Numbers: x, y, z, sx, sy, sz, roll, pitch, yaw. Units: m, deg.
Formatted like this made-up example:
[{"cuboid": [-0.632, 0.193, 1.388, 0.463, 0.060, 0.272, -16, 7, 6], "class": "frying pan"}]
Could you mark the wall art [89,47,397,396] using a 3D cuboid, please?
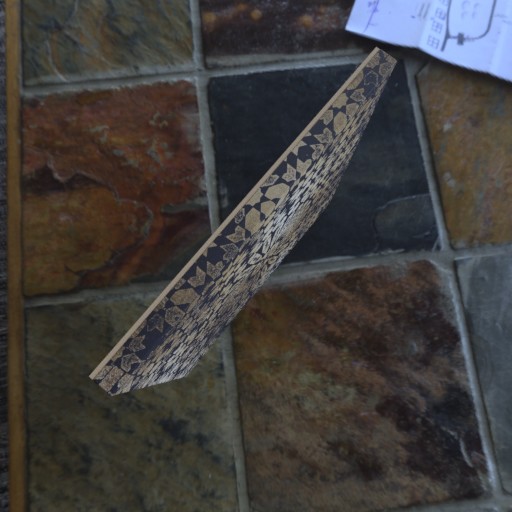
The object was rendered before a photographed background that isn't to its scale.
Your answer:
[{"cuboid": [0.000, 0.000, 0.899, 0.038, 0.612, 0.612, 39, 80, 8], "class": "wall art"}]
